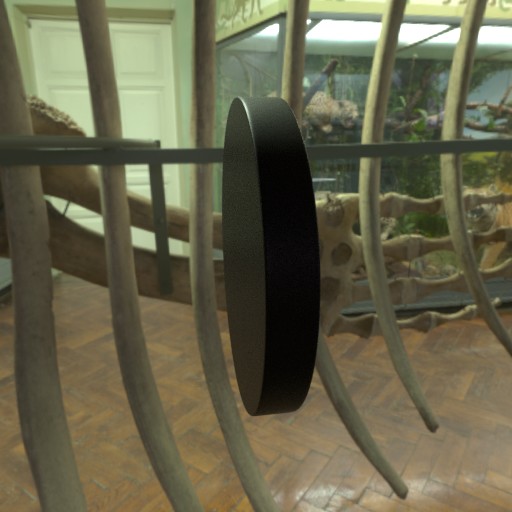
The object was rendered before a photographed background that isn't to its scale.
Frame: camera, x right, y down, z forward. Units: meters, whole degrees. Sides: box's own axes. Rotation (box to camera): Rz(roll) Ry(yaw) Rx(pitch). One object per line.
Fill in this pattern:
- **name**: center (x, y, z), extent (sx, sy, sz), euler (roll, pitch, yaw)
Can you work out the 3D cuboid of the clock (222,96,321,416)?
- **clock**: center (0.000, 0.000, 0.464), extent (0.040, 0.314, 0.314), euler (-3, 16, -9)
